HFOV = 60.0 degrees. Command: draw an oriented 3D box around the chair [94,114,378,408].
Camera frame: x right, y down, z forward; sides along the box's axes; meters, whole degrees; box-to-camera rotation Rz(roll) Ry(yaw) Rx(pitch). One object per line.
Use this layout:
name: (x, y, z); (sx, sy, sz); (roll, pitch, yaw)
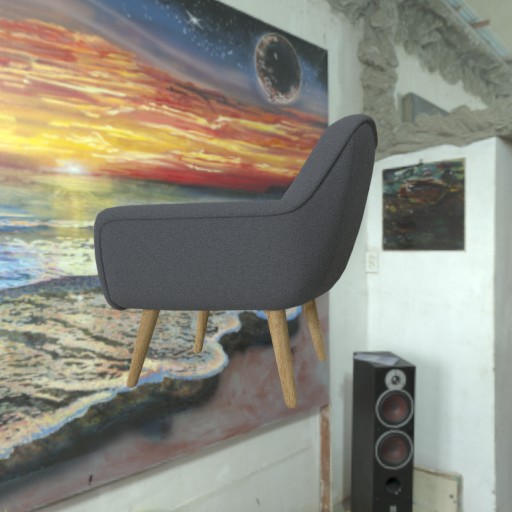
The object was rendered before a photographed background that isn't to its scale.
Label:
chair: (0.000, 0.000, 1.481); (0.779, 0.800, 0.770); (0, 1, 17)
